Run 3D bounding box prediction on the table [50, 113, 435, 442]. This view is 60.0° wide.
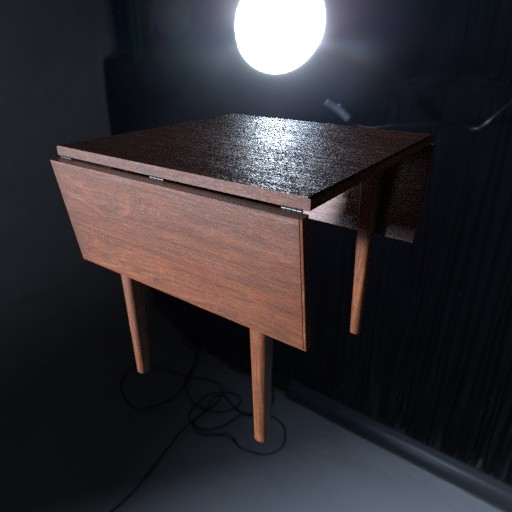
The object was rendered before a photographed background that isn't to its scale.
[{"bbox_3d":[0.000,0.000,1.477,0.812,0.763,0.843,17,30,32],"label":"table"}]
